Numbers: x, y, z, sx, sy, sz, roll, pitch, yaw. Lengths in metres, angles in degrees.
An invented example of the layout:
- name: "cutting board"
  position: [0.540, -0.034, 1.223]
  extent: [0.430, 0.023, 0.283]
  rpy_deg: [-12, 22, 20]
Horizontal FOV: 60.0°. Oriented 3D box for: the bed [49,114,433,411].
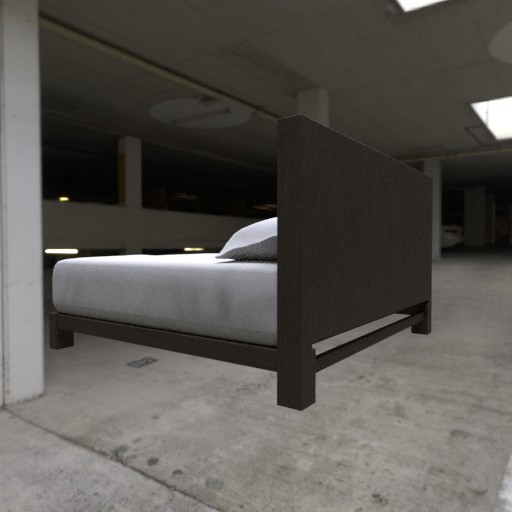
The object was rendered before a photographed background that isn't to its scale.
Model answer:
- name: "bed"
  position: [0.000, 0.000, 3.343]
  extent: [2.012, 1.270, 2.134]
  rpy_deg: [1, 2, 36]
